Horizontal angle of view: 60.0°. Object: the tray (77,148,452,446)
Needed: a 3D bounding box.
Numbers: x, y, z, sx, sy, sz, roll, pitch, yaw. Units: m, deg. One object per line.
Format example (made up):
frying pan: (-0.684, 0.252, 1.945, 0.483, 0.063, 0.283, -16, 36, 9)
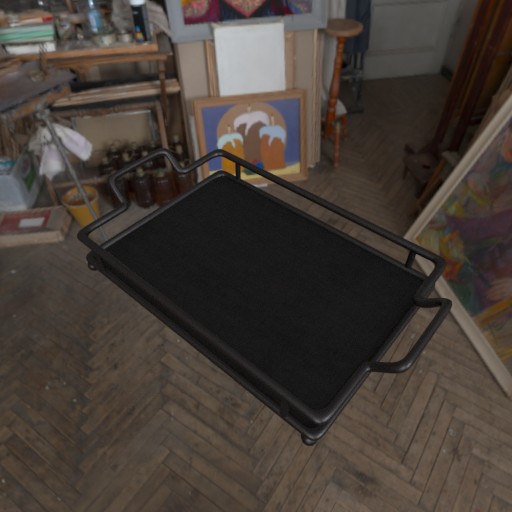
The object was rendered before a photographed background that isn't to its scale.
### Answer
tray: (0.000, 0.000, 0.614, 0.495, 0.101, 0.297, 32, 53, 27)
